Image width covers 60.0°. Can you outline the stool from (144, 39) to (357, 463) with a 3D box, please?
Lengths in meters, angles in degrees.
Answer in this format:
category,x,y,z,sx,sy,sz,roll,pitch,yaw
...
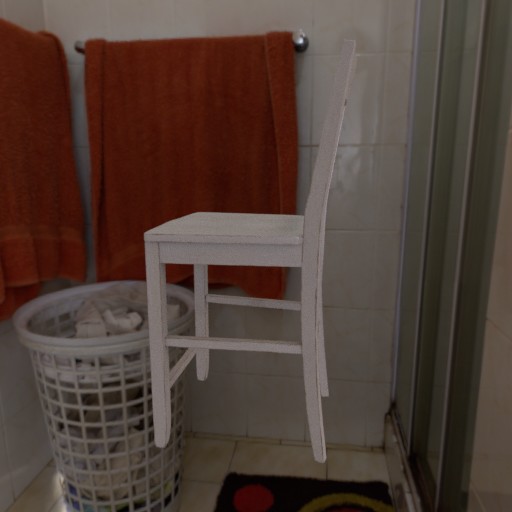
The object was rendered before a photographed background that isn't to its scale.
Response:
category,x,y,z,sx,sy,sz,roll,pitch,yaw
stool,0.000,0.000,1.332,0.539,1.079,0.462,2,13,10
